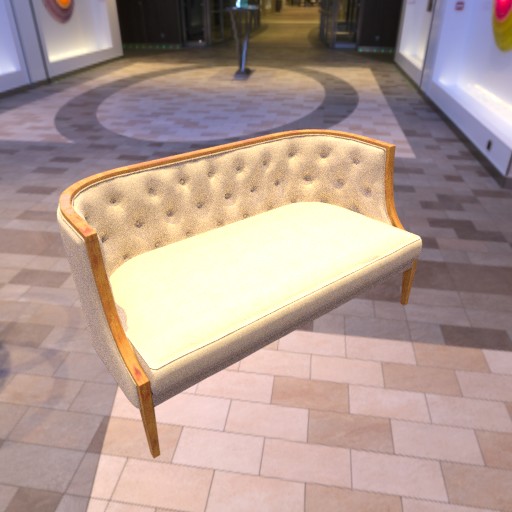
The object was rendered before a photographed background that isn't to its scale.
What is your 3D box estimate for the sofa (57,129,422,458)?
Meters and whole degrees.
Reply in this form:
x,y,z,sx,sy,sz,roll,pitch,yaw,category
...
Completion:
x,y,z,sx,sy,sz,roll,pitch,yaw,category
0.000,0.000,1.946,1.474,0.775,0.770,-22,37,-32,sofa
